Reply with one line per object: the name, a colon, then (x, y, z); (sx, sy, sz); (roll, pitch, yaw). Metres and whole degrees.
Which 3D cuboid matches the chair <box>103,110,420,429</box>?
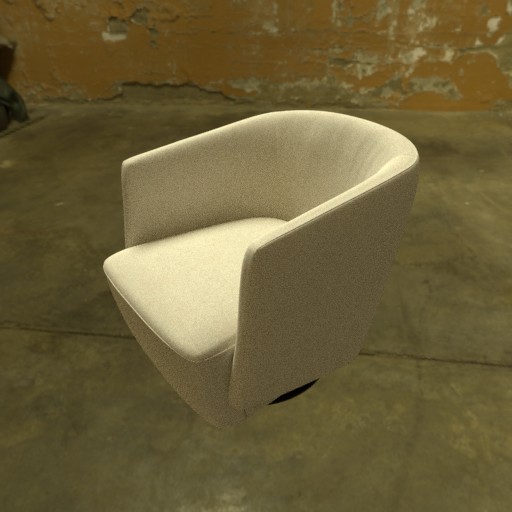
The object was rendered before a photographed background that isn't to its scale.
chair: (0.000, 0.000, 1.626); (0.986, 0.861, 0.822); (-22, 38, -31)
